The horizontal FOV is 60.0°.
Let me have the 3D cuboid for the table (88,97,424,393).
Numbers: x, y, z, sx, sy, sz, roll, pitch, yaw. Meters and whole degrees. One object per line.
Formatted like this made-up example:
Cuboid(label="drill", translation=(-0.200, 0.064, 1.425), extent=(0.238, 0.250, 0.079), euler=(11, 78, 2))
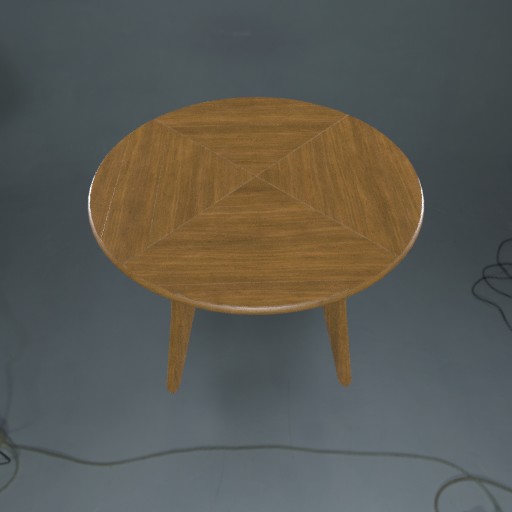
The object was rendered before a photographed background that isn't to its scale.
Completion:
Cuboid(label="table", translation=(0.000, 0.000, 1.703), extent=(1.055, 0.757, 1.055), euler=(0, 47, 0))
